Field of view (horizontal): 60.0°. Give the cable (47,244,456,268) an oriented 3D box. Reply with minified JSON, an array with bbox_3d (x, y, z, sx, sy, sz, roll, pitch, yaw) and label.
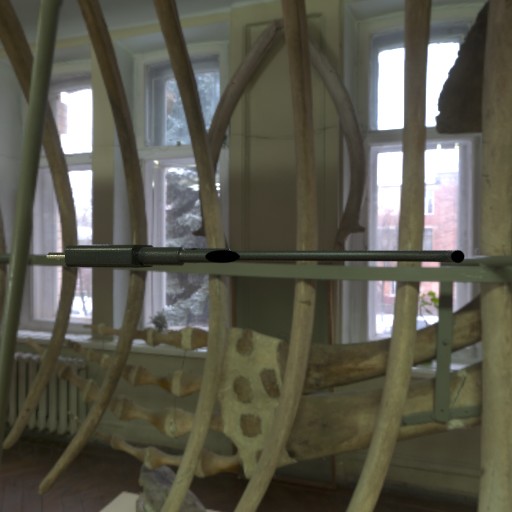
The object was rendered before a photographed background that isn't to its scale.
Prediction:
[{"bbox_3d":[0.000,0.000,0.114,0.098,0.006,0.040,0,0,18],"label":"cable"}]
